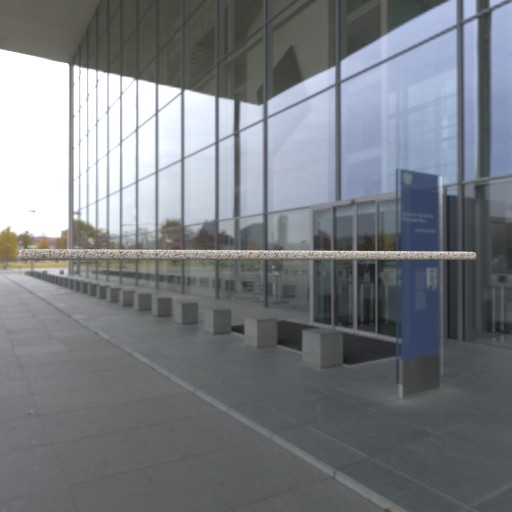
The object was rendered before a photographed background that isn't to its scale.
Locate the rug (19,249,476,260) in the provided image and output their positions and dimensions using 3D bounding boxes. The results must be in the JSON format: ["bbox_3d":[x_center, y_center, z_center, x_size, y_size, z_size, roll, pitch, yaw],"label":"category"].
[{"bbox_3d":[0.000,0.000,1.700,1.524,0.030,0.609,0,0,-17],"label":"rug"}]
